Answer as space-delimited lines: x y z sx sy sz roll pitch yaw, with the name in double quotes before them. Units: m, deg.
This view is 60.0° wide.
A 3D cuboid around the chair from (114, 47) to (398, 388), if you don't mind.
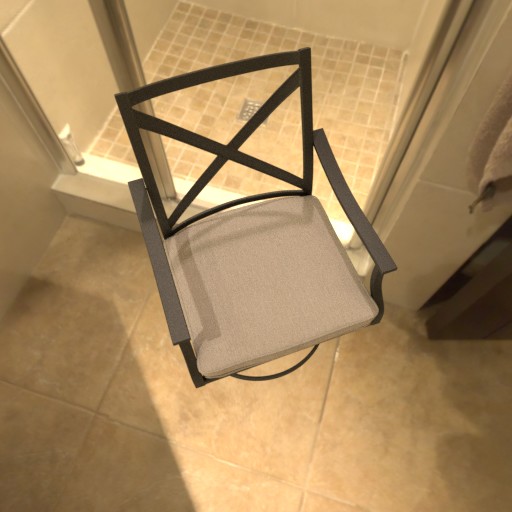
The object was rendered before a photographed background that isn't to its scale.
"chair" 0.000 0.000 1.325 0.575 0.889 0.620 -18 64 -9
